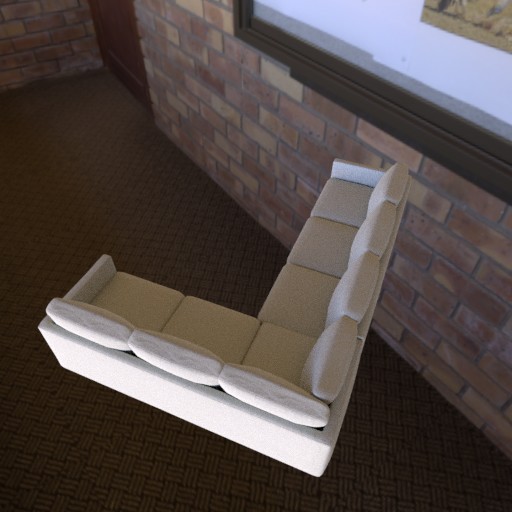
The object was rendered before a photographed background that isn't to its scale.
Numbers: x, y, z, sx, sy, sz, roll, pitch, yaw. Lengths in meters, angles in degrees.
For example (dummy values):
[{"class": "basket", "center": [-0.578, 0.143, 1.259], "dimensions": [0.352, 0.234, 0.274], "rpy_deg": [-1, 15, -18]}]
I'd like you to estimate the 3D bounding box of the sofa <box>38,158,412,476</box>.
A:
[{"class": "sofa", "center": [0.000, 0.000, 4.481], "dimensions": [2.522, 0.934, 3.333], "rpy_deg": [17, 48, 16]}]
